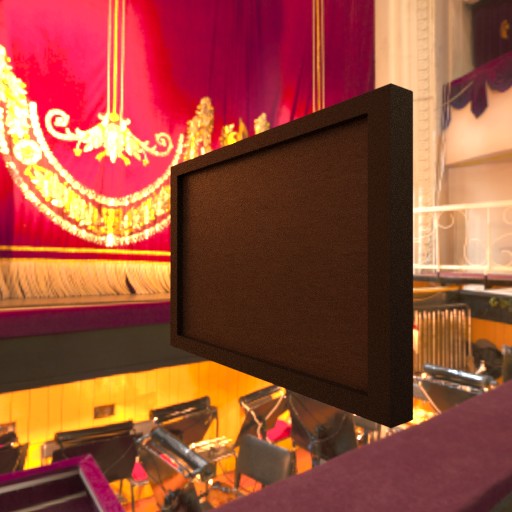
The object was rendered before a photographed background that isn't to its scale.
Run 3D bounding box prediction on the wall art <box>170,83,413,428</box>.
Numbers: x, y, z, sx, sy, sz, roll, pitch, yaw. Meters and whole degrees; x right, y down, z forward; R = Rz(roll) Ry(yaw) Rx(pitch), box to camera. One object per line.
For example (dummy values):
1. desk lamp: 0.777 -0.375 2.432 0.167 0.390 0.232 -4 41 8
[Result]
1. wall art: 0.000 0.000 0.870 0.051 0.456 0.671 0 0 -36
